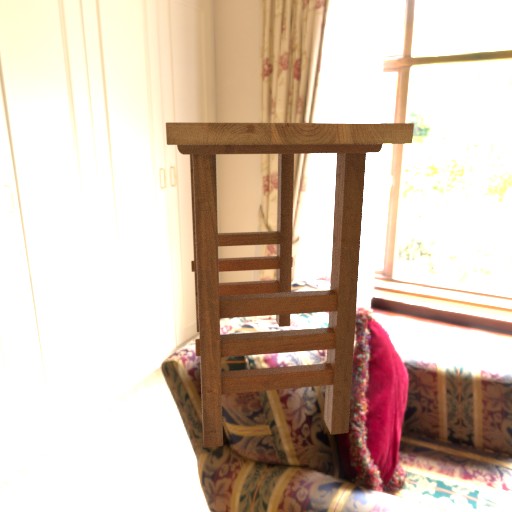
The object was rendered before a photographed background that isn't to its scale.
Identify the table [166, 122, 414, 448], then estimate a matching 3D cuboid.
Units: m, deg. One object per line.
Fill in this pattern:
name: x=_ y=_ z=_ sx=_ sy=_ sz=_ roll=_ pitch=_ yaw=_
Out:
table: x=0.000 y=0.000 z=1.623 sx=0.556 sy=0.914 sz=1.119 roll=-2 pitch=16 yaw=-8
